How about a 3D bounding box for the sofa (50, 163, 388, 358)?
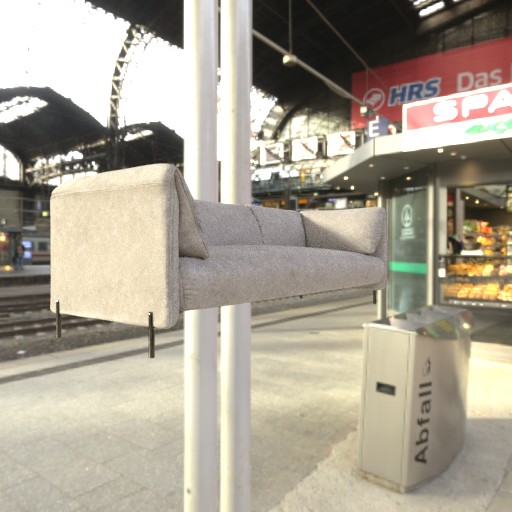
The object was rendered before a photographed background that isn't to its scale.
[{"bbox_3d":[0.000,0.000,2.766,0.899,0.758,2.238,0,1,37],"label":"sofa"}]
